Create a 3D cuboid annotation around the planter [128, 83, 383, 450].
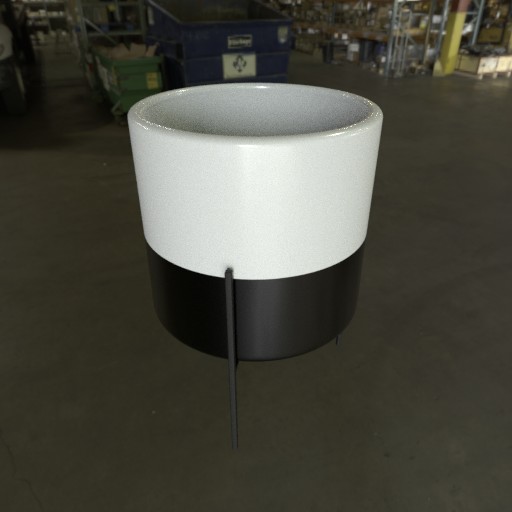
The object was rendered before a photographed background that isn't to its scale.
[{"bbox_3d":[0.000,0.000,0.648,0.310,0.432,0.310,-20,36,-29],"label":"planter"}]
